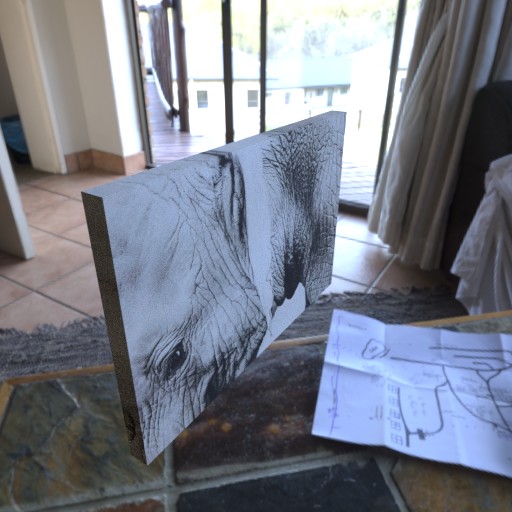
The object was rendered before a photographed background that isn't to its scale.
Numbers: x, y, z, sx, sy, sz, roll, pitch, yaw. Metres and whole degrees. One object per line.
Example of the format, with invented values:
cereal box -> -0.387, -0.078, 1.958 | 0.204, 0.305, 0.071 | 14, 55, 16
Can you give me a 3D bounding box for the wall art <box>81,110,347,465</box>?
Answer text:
wall art -> 0.000, 0.000, 0.778 | 0.035, 0.407, 0.613 | 17, 32, 30
